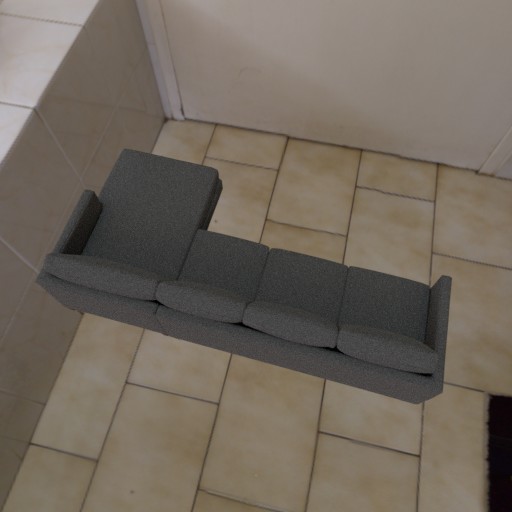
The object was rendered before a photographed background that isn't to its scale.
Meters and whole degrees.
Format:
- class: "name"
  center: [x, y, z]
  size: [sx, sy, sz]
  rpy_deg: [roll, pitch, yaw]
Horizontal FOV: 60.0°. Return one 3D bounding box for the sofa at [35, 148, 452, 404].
- class: "sofa"
  center: [0.000, 0.000, 3.859]
  size: [3.186, 0.846, 1.625]
  rpy_deg: [14, 64, 7]
